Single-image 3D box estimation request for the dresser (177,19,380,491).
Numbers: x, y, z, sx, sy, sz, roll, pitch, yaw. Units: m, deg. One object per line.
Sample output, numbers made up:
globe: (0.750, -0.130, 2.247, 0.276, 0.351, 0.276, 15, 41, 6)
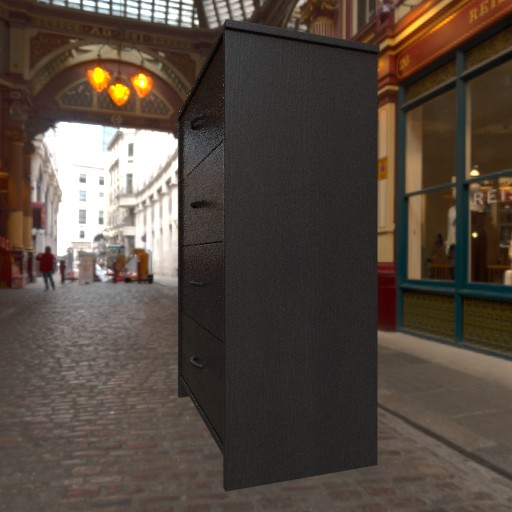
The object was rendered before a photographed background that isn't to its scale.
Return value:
dresser: (0.000, 0.000, 1.341, 0.398, 1.020, 0.700, 0, 0, -18)
